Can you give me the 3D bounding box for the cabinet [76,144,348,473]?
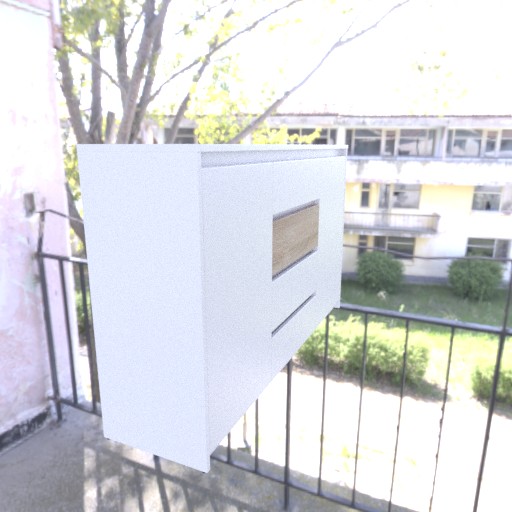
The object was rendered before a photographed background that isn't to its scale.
[{"bbox_3d":[0.000,0.000,1.848,0.380,0.900,1.450,6,15,24],"label":"cabinet"}]
